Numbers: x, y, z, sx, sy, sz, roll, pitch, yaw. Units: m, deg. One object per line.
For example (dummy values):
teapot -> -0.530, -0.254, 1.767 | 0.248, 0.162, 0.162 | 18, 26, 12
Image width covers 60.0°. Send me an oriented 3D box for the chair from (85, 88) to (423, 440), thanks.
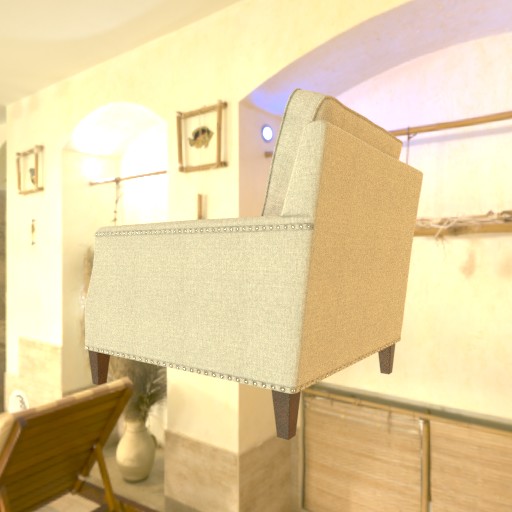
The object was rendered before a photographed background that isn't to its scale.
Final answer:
chair -> 0.000, 0.000, 1.692 | 1.014, 0.943, 0.853 | 0, 0, 36
